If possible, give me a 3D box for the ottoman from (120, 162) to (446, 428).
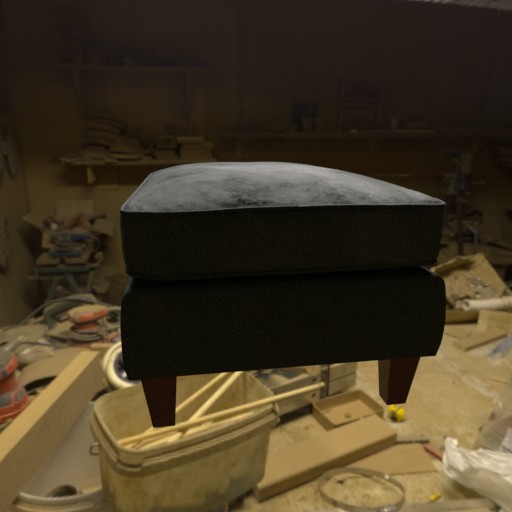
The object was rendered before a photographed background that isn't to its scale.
[{"bbox_3d":[0.000,0.000,1.223,0.632,0.495,0.864,-2,15,-9],"label":"ottoman"}]
